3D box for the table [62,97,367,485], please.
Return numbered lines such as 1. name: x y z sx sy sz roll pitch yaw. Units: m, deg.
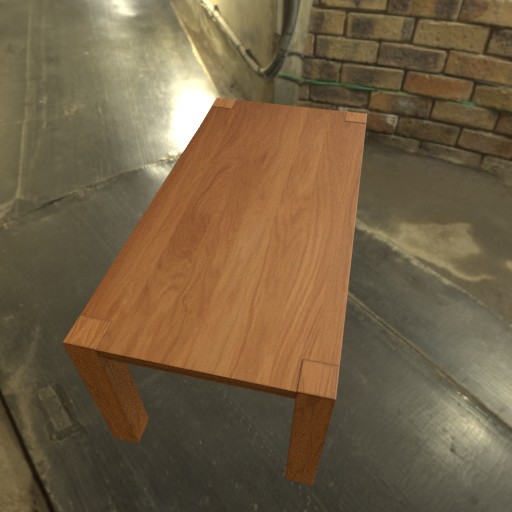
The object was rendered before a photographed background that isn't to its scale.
1. table: 0.000 0.000 2.275 0.900 0.760 1.800 9 46 9
